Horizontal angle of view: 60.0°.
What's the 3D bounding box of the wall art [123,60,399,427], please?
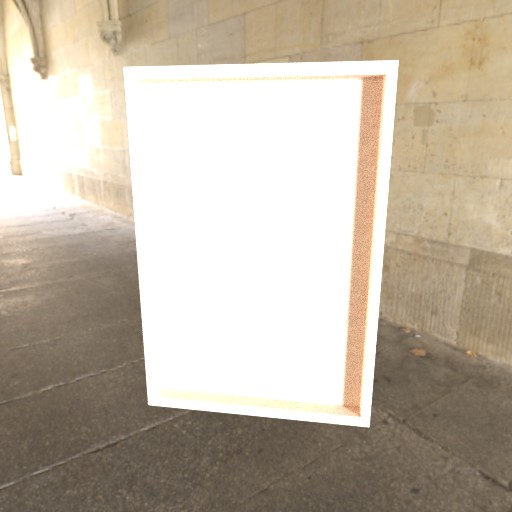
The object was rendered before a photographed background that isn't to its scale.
[{"bbox_3d":[0.000,0.000,0.764,0.418,0.608,0.038,3,16,9],"label":"wall art"}]
